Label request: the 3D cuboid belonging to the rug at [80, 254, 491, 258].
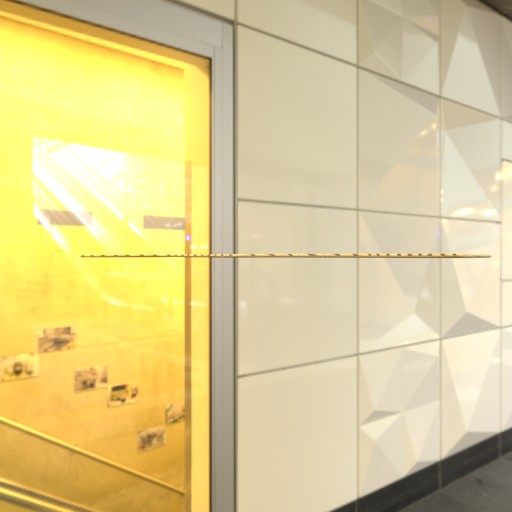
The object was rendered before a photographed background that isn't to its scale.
[{"bbox_3d":[0.000,0.000,2.676,2.439,0.020,0.773,0,0,35],"label":"rug"}]
